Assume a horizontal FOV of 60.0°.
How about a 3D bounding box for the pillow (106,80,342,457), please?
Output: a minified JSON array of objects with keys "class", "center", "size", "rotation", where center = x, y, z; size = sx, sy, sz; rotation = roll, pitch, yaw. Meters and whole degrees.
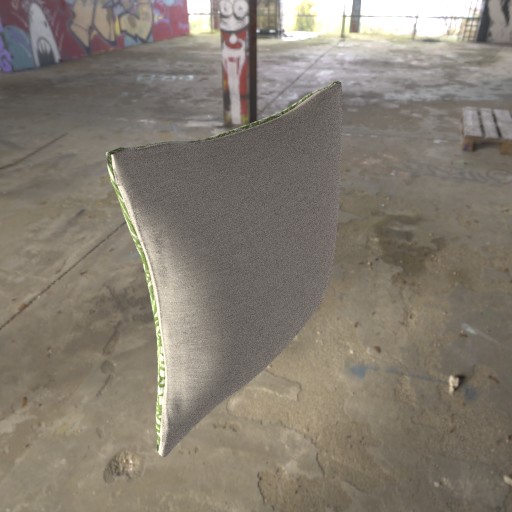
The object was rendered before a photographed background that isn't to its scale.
[{"class":"pillow","center":[0.000,0.000,0.637],"size":[0.162,0.419,0.440],"rotation":[21,37,31]}]
